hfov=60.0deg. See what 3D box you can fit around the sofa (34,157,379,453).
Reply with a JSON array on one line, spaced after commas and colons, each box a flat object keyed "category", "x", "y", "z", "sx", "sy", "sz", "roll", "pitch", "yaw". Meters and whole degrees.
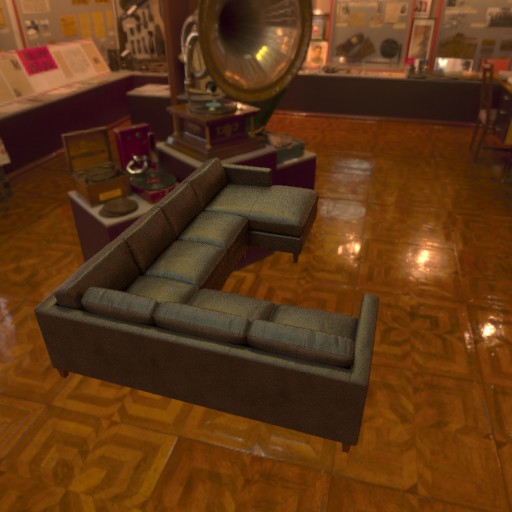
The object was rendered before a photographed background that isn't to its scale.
[{"category": "sofa", "x": 0.000, "y": 0.000, "z": 4.475, "sx": 2.452, "sy": 0.891, "sz": 3.324, "roll": 9, "pitch": 33, "yaw": 15}]
